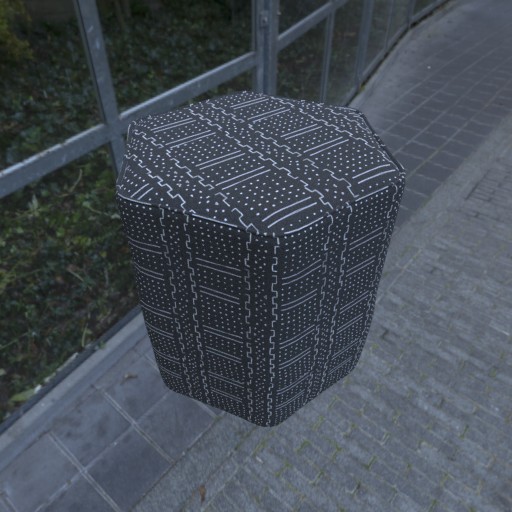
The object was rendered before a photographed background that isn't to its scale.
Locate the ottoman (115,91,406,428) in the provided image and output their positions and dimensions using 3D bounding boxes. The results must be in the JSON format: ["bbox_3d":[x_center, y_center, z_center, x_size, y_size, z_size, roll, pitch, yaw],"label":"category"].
[{"bbox_3d":[0.000,0.000,0.888,0.494,0.502,0.443,-26,47,-27],"label":"ottoman"}]
